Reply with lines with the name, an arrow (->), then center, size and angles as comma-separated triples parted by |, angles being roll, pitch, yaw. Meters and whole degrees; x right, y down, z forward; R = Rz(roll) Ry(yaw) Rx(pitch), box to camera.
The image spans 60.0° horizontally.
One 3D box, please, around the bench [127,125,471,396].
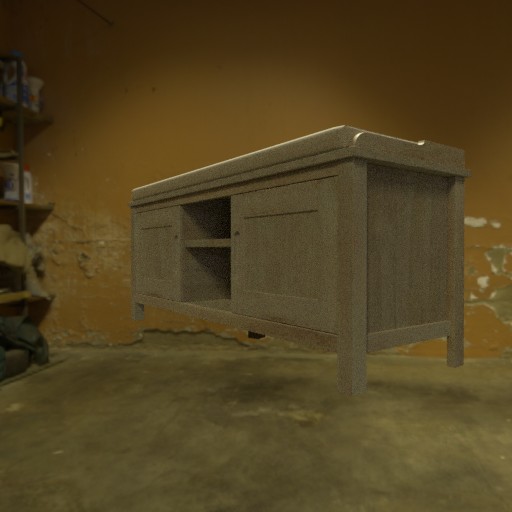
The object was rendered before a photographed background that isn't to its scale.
bench -> 0.000, 0.000, 1.368 | 0.398, 0.501, 1.140 | 0, 1, -36
